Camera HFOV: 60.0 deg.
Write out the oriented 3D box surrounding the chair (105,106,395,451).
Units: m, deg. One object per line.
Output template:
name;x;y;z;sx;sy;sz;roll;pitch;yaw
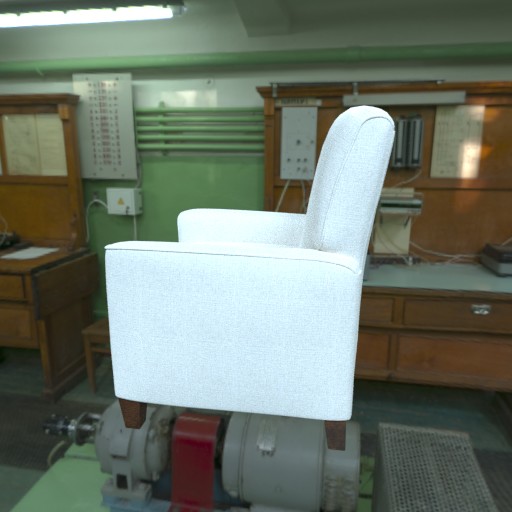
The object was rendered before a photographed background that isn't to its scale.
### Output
chair;0.000;0.000;1.651;0.858;1.028;0.841;2;14;9
